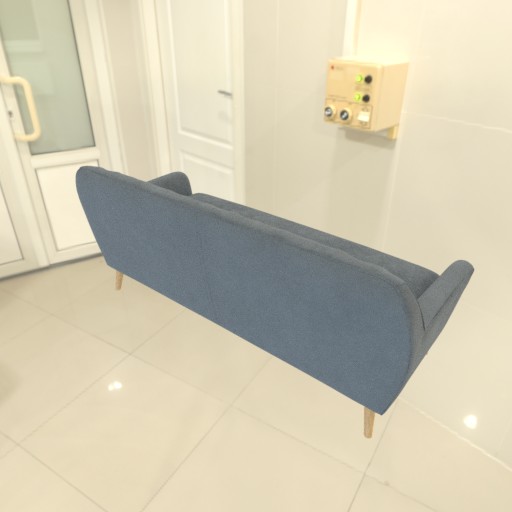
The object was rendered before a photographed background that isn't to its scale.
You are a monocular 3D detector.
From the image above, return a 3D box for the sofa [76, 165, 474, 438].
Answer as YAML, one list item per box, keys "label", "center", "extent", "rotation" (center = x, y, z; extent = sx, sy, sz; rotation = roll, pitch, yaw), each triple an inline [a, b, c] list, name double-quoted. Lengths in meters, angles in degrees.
- label: "sofa"
  center: [0.000, 0.000, 2.361]
  extent: [1.975, 0.832, 0.841]
  rotation: [22, 37, 33]
